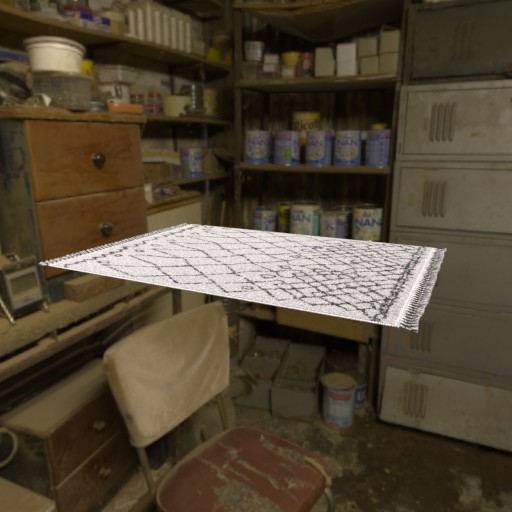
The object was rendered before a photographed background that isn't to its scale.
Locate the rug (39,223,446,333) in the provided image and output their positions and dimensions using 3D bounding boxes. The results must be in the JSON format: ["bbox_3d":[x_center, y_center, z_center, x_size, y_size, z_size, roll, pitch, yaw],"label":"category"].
[{"bbox_3d":[0.000,0.000,3.038,2.312,0.017,1.613,7,16,26],"label":"rug"}]
